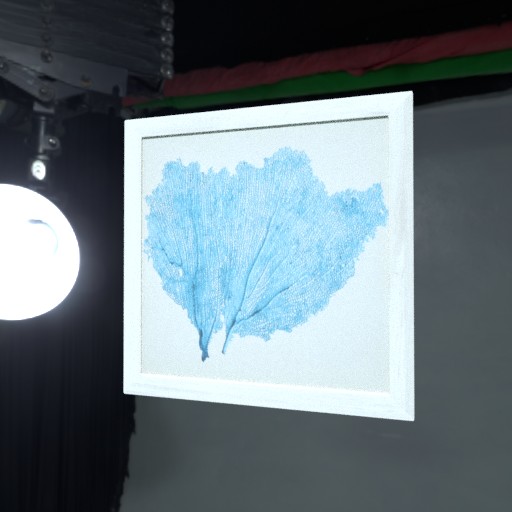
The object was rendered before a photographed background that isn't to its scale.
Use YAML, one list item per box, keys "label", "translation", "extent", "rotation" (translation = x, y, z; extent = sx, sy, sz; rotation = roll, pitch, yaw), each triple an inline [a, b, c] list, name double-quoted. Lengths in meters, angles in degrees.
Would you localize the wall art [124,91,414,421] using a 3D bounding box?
- label: "wall art"
  translation: [0.000, 0.000, 0.872]
  extent: [0.584, 0.584, 0.013]
  rotation: [0, -1, 16]
